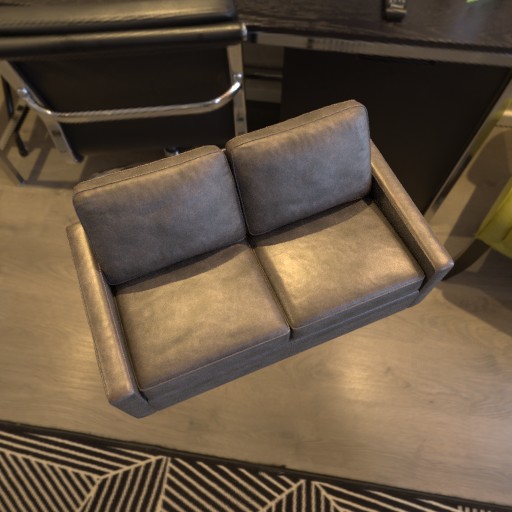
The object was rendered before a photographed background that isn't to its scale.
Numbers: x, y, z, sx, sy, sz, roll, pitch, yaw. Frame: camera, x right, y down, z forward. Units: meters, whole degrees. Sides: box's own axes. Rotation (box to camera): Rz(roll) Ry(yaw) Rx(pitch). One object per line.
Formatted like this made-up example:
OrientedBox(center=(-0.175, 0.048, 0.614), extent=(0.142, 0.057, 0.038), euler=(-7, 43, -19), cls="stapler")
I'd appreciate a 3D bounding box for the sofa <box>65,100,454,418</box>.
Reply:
OrientedBox(center=(0.000, 0.000, 2.286), extent=(1.732, 0.916, 0.939), euler=(-20, 65, -10), cls="sofa")
